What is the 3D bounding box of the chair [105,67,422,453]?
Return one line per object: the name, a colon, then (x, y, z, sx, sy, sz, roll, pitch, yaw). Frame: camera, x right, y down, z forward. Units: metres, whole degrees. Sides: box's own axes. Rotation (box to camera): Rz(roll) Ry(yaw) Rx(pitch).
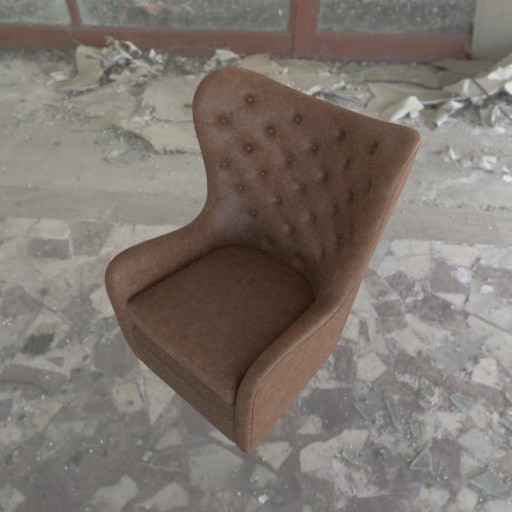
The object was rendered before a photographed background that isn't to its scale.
chair: (0.000, 0.000, 1.715, 0.831, 1.079, 0.930, 31, 53, 27)
